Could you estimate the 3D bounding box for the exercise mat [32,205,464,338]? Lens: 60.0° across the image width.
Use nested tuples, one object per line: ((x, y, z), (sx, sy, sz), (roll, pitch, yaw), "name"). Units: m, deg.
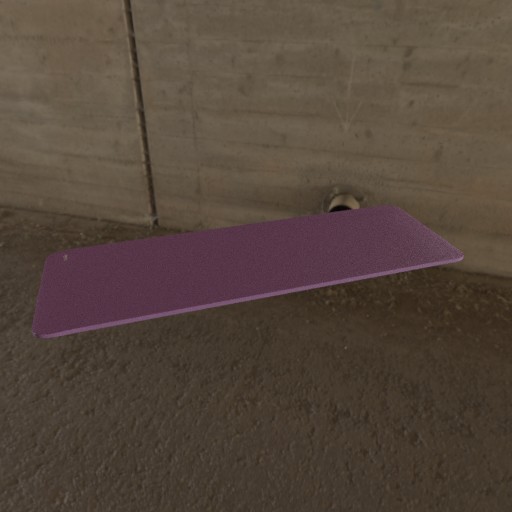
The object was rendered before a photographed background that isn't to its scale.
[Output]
((0.000, 0.000, 2.059), (1.869, 0.021, 0.616), (-9, 32, -15), "exercise mat")
